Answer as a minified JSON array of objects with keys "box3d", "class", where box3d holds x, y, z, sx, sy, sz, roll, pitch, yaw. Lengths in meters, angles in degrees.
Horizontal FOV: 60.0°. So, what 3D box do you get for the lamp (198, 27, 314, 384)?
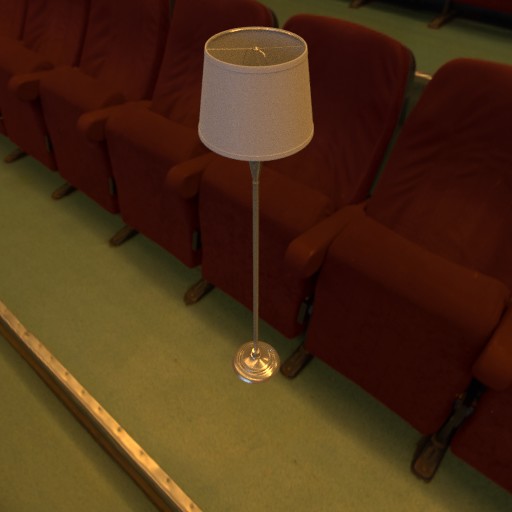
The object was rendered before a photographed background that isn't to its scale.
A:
[{"box3d":[0.000,0.000,1.641,0.327,1.506,0.327,32,54,27],"class":"lamp"}]
